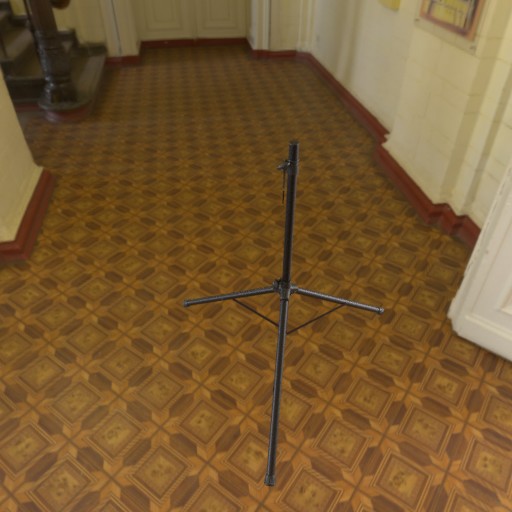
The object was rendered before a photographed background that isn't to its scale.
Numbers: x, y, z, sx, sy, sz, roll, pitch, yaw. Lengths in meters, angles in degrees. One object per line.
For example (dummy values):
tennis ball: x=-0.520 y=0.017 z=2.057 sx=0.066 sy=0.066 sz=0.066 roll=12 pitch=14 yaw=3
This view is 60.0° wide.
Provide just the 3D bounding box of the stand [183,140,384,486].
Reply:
stand: x=0.000 y=0.000 z=2.684 sx=1.339 sy=1.595 sz=1.596 roll=24 pitch=45 yaw=27
